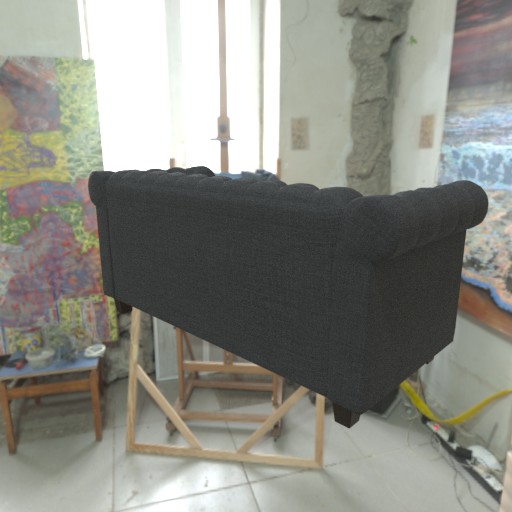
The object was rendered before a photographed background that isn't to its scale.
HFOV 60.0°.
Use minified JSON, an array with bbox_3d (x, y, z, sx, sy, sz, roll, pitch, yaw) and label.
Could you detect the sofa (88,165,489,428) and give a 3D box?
[{"bbox_3d":[0.000,0.000,2.128,1.798,0.797,0.783,13,20,42],"label":"sofa"}]
